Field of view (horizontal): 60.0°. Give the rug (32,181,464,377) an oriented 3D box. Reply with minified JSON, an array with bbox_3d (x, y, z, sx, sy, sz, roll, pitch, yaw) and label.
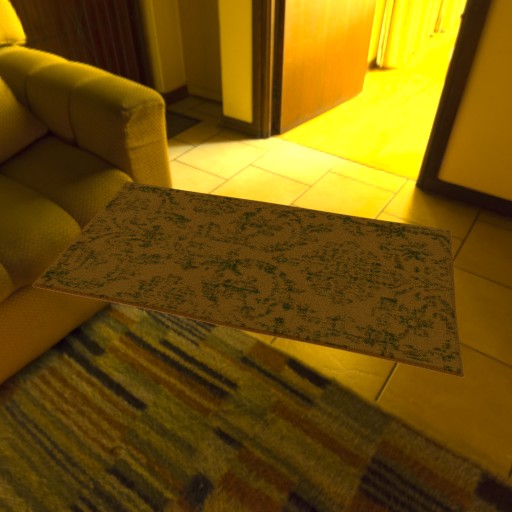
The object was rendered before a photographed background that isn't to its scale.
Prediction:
[{"bbox_3d":[0.000,0.000,1.415,1.220,0.007,0.605,10,42,11],"label":"rug"}]
